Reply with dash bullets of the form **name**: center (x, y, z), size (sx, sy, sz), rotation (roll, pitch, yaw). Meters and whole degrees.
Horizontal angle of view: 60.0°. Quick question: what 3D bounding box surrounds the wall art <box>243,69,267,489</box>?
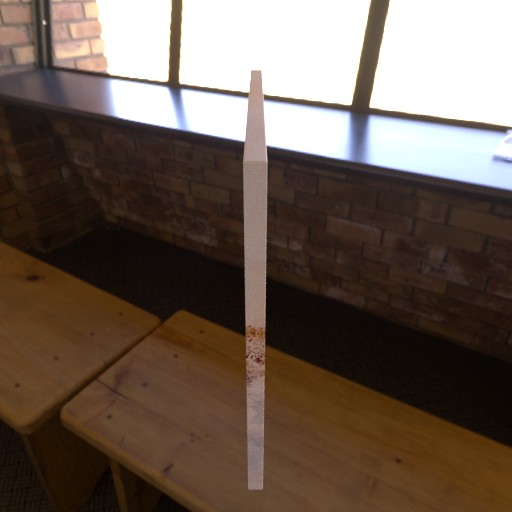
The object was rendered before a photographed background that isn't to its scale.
- **wall art**: center (0.000, 0.000, 1.305), size (0.038, 0.889, 0.889), rotation (0, 31, 0)
